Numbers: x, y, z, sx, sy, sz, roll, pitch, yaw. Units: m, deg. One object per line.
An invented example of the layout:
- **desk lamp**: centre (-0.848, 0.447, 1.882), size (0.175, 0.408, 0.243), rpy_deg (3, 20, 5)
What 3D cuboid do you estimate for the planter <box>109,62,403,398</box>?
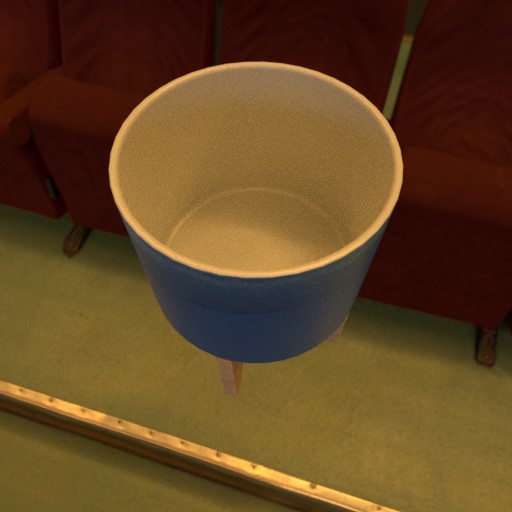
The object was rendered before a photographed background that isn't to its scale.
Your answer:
- **planter**: centre (0.000, 0.000, 0.404), size (0.192, 0.263, 0.192), rpy_deg (0, 58, 0)
